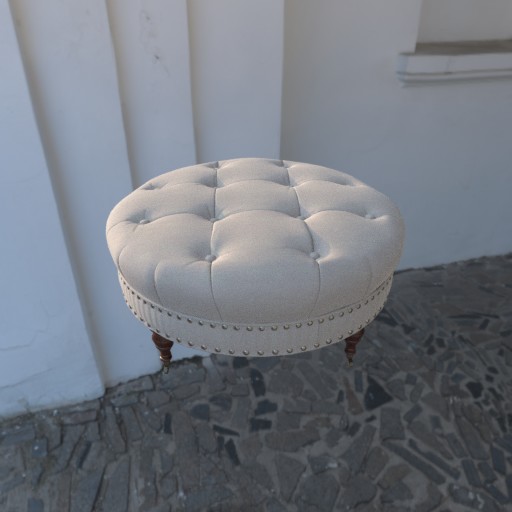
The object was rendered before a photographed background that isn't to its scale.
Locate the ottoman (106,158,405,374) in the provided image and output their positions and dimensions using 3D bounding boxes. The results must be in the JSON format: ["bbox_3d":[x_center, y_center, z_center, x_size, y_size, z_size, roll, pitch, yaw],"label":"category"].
[{"bbox_3d":[0.000,0.000,1.426,0.901,0.439,0.901,0,29,0],"label":"ottoman"}]
